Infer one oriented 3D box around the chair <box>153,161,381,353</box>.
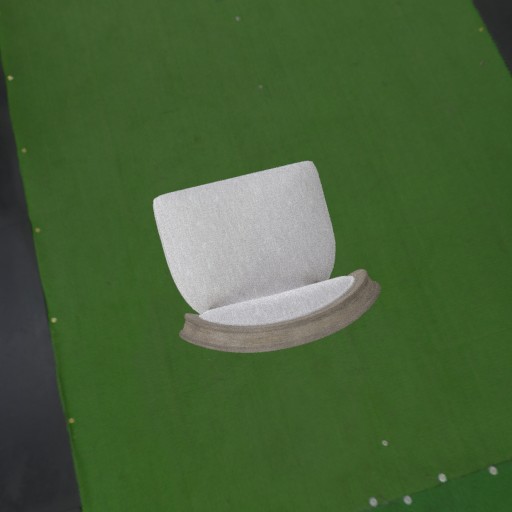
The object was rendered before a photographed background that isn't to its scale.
[{"bbox_3d":[0.000,0.000,1.308,0.558,0.990,0.602,-14,75,-4],"label":"chair"}]
